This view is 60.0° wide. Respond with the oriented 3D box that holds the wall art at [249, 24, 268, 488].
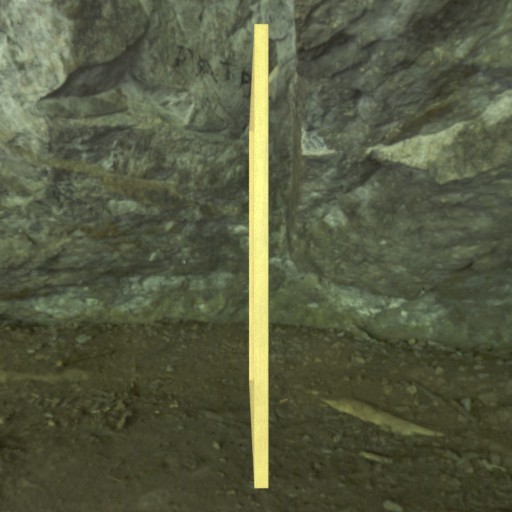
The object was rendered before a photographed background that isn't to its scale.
[{"bbox_3d":[0.000,0.000,1.356,0.030,1.002,0.798,0,0,-2],"label":"wall art"}]
